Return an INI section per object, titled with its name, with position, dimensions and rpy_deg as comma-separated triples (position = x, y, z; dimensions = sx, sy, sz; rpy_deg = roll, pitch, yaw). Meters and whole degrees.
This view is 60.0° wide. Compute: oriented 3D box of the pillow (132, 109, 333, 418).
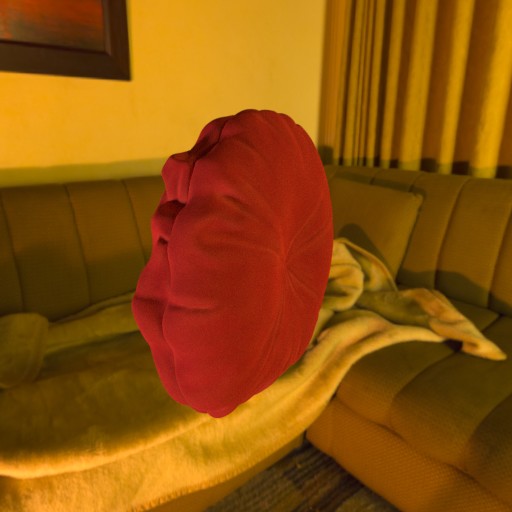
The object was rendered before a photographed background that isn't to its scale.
[pillow]
position = 0.000, 0.000, 0.646
dimensions = 0.148, 0.407, 0.428
rpy_deg = 9, 19, 27
